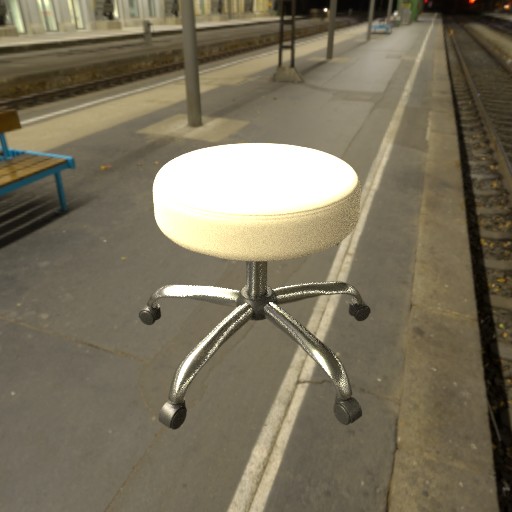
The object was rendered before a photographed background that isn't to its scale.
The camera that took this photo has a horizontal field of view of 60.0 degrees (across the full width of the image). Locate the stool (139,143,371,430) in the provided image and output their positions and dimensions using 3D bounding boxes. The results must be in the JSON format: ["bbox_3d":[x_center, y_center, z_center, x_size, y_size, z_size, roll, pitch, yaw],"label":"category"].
[{"bbox_3d":[0.000,0.000,1.051,0.634,0.482,0.614,-1,30,-1],"label":"stool"}]
